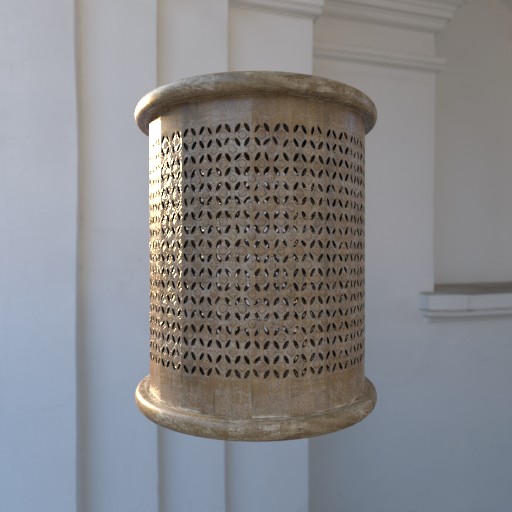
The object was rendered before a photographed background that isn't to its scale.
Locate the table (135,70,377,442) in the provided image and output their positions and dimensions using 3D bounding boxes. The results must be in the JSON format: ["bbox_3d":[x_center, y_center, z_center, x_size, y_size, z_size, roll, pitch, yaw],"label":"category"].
[{"bbox_3d":[0.000,0.000,0.772,0.407,0.482,0.407,0,0,0],"label":"table"}]
